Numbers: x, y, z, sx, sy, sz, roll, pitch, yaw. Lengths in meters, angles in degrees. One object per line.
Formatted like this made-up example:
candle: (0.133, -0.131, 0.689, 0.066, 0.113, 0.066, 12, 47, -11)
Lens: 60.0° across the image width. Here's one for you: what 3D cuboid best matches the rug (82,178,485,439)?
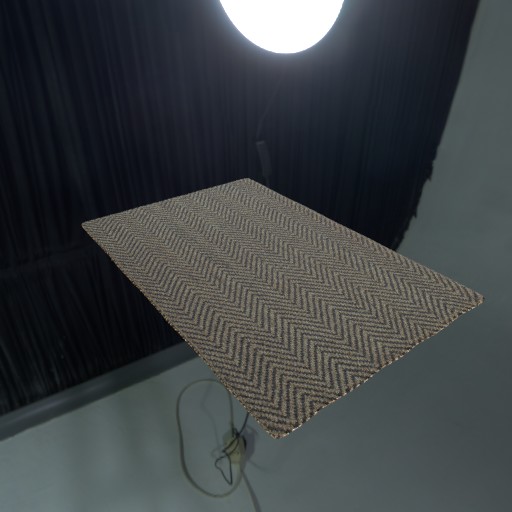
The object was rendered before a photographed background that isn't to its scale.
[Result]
rug: (0.000, 0.000, 2.293, 1.219, 0.008, 1.828, -21, 37, -31)
